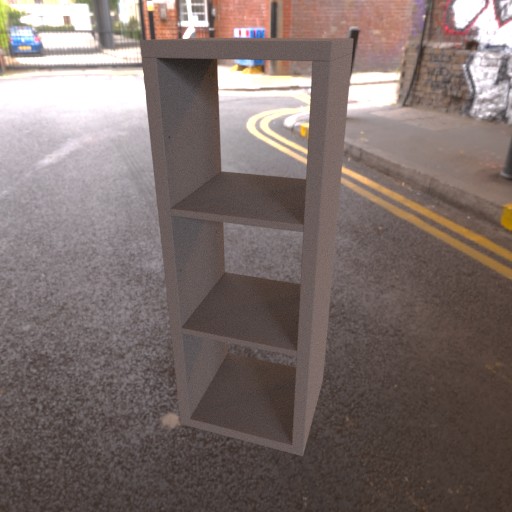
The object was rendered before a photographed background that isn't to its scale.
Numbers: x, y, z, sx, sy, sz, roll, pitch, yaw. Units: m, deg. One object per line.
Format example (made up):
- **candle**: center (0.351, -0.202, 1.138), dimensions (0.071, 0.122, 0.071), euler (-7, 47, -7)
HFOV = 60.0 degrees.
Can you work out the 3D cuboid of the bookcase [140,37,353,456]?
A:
- **bookcase**: center (0.000, 0.000, 1.229), dimensions (0.390, 1.080, 0.330), euler (8, 28, 16)
